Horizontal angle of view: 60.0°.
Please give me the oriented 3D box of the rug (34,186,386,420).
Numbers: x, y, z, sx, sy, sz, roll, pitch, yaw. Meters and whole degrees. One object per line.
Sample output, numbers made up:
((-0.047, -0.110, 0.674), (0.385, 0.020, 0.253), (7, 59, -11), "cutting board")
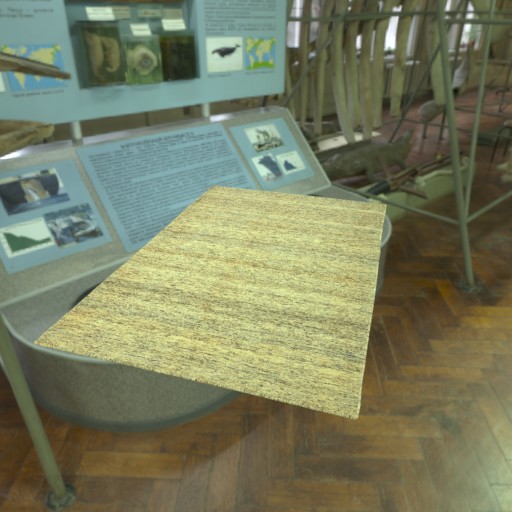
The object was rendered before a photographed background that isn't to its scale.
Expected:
((0.000, 0.000, 2.322), (1.243, 0.014, 1.846), (9, 30, 15), "rug")
